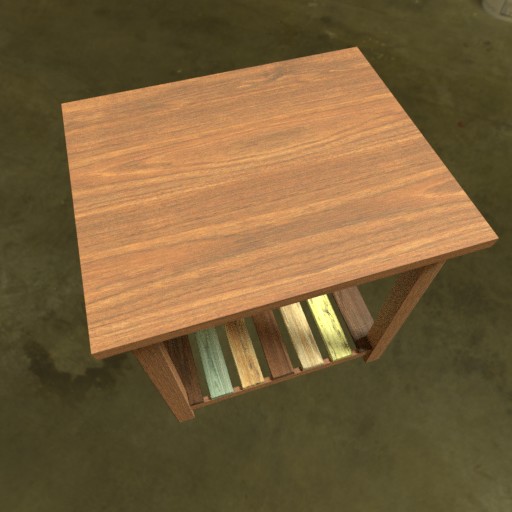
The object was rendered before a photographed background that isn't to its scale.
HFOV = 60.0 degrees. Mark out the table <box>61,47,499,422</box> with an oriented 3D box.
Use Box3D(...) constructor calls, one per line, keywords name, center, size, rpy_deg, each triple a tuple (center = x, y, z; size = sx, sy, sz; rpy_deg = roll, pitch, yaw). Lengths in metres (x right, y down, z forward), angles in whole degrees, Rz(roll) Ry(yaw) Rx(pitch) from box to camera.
Box3D(name="table", center=(0.000, 0.000, 1.085), size=(0.660, 0.635, 0.559), rpy_deg=(-15, 59, -9))
